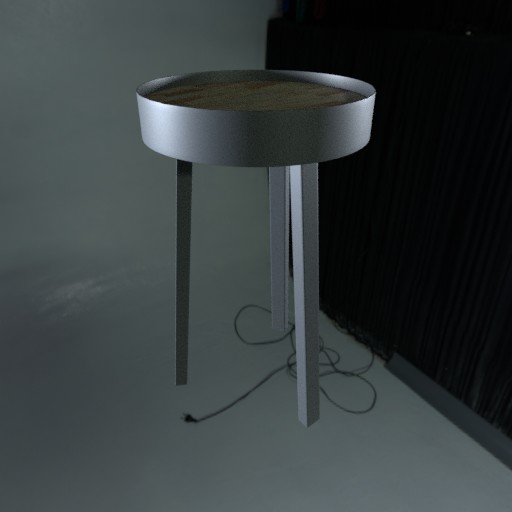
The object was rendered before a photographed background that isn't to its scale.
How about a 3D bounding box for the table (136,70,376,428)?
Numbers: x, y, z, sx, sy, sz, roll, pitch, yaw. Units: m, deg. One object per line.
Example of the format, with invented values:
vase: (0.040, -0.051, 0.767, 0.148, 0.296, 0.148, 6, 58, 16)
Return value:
table: (0.000, 0.000, 0.944, 0.406, 0.686, 0.406, -21, 36, -32)
